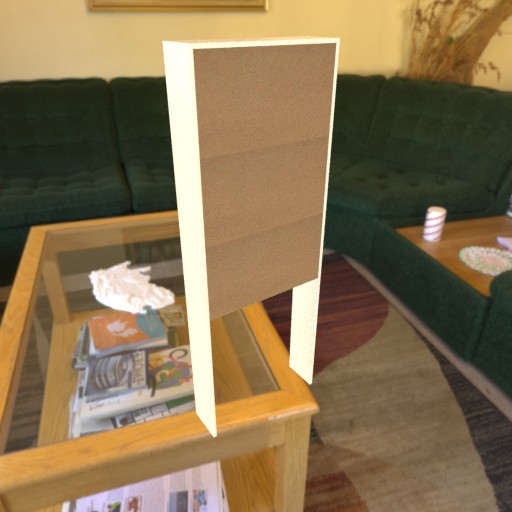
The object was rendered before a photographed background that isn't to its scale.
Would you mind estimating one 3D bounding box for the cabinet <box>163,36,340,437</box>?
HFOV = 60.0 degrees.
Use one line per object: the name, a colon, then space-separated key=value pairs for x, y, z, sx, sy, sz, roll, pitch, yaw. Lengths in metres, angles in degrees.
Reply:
cabinet: x=0.000 y=0.000 z=2.013 sx=0.643 sy=1.770 sz=0.192 roll=-18 pitch=34 yaw=-30
